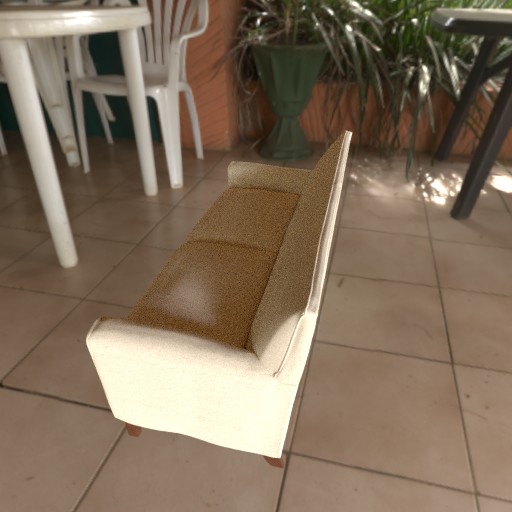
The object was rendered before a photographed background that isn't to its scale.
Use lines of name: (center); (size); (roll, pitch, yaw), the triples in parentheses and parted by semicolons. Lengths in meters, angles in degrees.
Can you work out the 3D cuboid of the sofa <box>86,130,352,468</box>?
sofa: (0.000, 0.000, 2.408); (0.841, 0.907, 2.001); (7, 32, 11)
